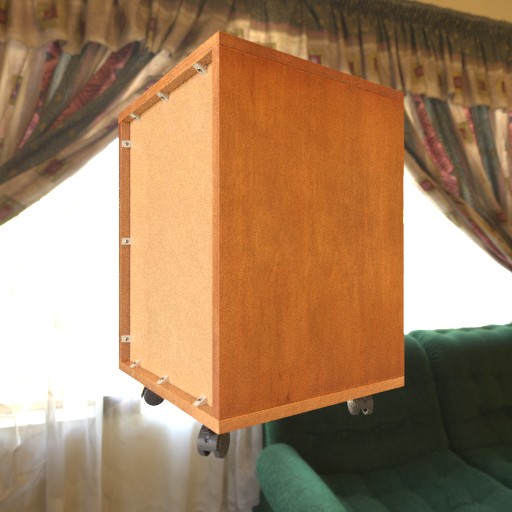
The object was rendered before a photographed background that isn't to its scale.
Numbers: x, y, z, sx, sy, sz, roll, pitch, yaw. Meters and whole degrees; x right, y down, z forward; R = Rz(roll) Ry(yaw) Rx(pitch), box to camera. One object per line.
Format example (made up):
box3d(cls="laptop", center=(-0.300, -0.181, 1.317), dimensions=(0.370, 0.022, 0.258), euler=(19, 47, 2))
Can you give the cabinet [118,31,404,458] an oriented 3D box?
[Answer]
box3d(cls="cabinet", center=(0.000, 0.000, 0.851), dimensions=(0.401, 0.579, 0.409), euler=(0, 0, -35))
